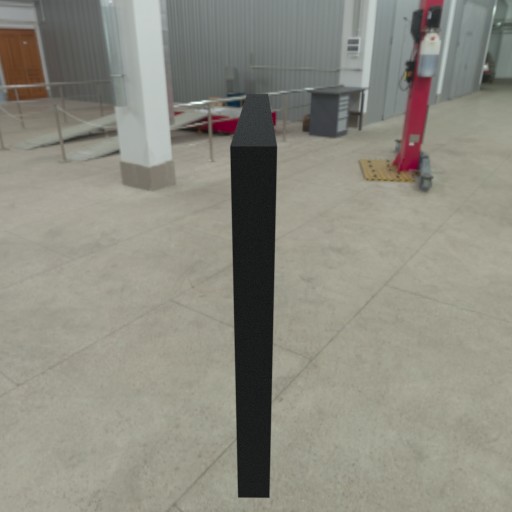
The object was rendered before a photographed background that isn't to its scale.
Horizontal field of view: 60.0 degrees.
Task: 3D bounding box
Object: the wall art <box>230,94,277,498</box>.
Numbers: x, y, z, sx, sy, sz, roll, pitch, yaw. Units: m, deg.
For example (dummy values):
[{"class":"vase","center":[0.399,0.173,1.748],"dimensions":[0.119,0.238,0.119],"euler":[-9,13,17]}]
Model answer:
[{"class":"wall art","center":[0.000,0.000,0.524],"dimensions":[0.031,0.330,0.381],"euler":[0,25,1]}]
